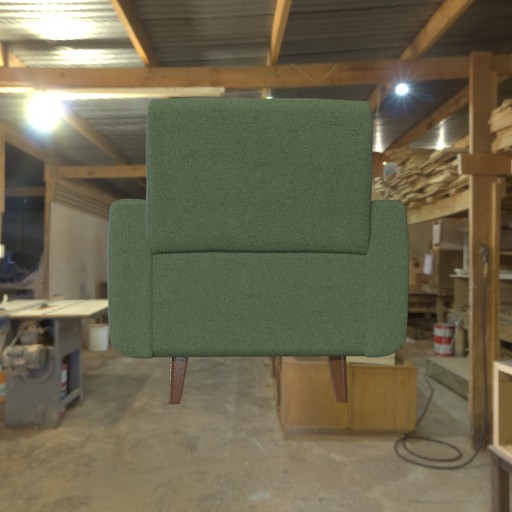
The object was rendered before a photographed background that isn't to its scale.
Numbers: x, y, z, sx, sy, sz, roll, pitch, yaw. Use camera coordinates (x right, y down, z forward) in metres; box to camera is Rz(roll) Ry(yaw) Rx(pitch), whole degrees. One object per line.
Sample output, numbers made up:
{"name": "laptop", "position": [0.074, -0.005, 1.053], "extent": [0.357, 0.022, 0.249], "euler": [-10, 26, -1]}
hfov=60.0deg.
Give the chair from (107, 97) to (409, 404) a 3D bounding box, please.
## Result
{"name": "chair", "position": [0.000, 0.000, 1.584], "extent": [0.831, 0.841, 0.909], "euler": [0, -1, -1]}
